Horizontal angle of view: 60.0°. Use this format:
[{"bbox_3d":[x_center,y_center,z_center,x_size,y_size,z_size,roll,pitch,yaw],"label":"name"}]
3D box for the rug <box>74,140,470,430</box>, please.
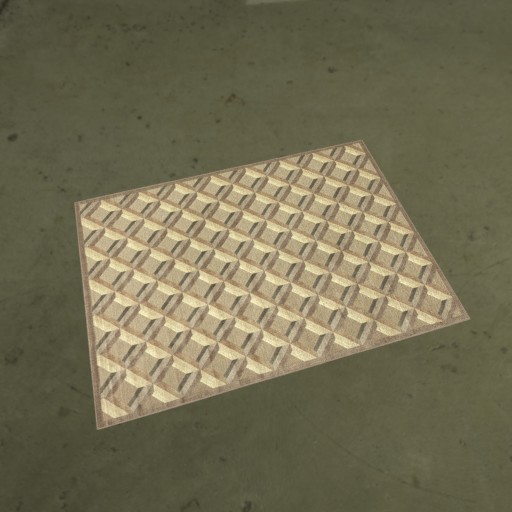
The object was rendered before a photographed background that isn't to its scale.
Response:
[{"bbox_3d":[0.000,0.000,4.315,3.294,0.018,2.382,-14,59,-9],"label":"rug"}]
